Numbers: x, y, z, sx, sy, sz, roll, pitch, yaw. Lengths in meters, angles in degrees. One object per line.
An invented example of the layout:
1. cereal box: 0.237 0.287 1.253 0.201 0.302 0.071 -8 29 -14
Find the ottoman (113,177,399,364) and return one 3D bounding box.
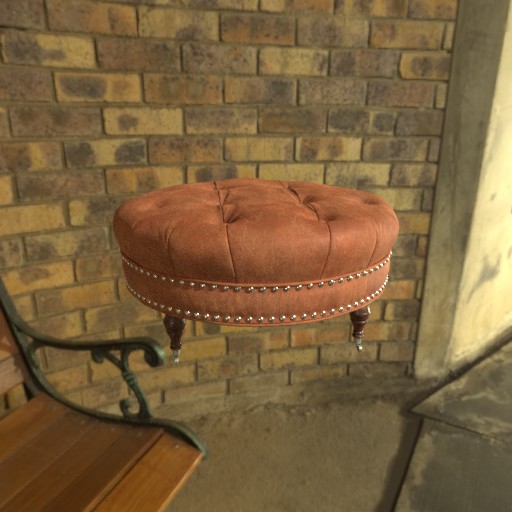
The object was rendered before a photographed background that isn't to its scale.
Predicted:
1. ottoman: 0.000 0.000 1.472 0.901 0.444 0.901 0 17 0
